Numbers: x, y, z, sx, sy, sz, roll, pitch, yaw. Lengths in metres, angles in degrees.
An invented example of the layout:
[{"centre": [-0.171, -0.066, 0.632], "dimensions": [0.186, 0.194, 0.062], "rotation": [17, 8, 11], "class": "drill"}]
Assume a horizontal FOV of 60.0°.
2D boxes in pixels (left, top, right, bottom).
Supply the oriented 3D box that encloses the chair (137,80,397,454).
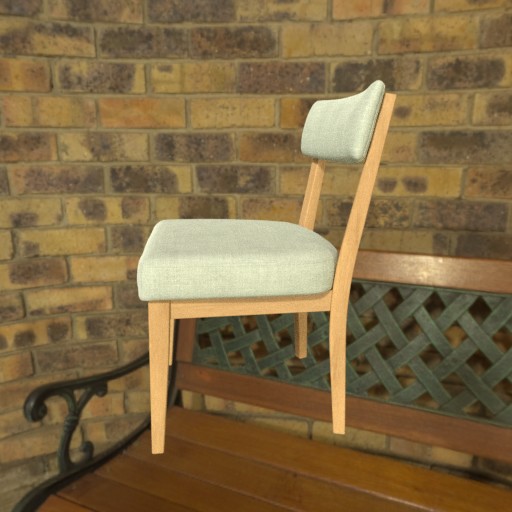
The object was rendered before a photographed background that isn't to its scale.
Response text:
[{"centre": [0.000, 0.000, 1.186], "dimensions": [0.572, 0.832, 0.508], "rotation": [-2, 14, -8], "class": "chair"}]
